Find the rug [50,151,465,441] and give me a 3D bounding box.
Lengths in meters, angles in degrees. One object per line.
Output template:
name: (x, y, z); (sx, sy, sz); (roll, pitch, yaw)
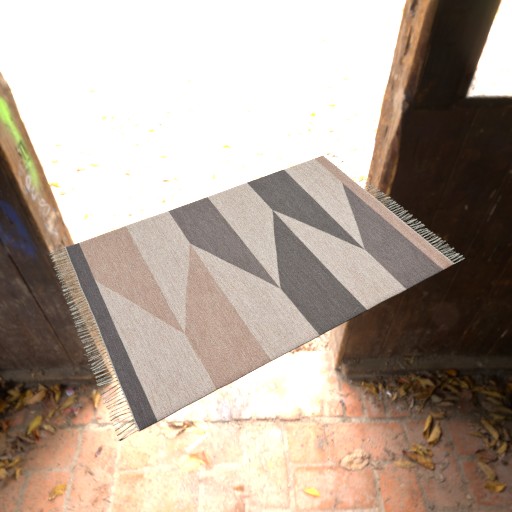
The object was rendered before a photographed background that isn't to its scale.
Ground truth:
rug: (0.000, 0.000, 2.494); (2.021, 0.027, 1.224); (-23, 51, -20)
